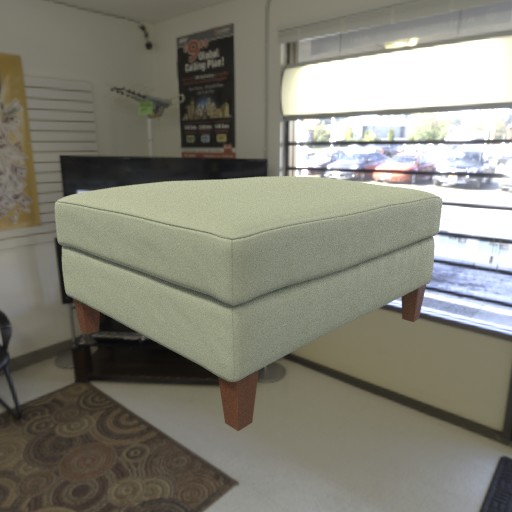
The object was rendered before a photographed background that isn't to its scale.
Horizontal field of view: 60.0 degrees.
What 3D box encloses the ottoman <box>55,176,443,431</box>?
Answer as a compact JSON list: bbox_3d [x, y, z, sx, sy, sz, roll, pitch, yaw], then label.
[{"bbox_3d":[0.000,0.000,1.473,0.842,0.494,0.991,13,19,42],"label":"ottoman"}]
